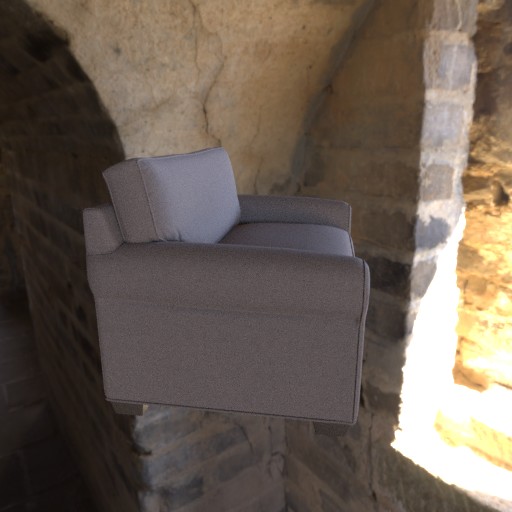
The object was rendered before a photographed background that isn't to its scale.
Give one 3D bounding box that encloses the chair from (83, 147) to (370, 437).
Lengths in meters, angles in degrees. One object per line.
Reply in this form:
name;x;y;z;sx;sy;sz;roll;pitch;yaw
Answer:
chair;0.000;0.000;2.021;0.930;0.930;1.390;2;16;9
